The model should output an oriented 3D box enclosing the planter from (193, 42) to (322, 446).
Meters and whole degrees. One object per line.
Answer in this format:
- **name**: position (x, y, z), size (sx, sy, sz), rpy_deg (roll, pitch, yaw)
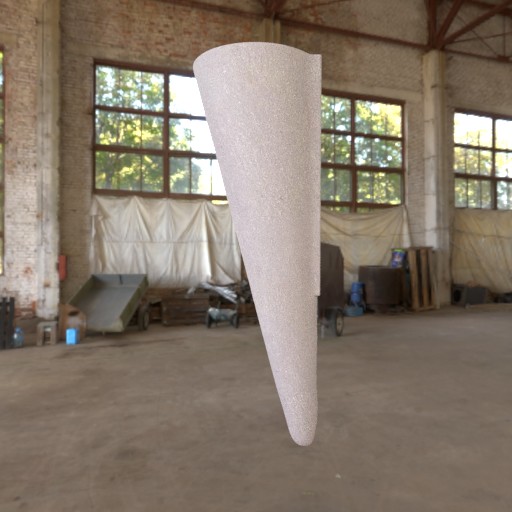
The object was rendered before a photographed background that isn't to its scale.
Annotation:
- **planter**: position (0.000, 0.000, 0.306), size (0.087, 0.259, 0.078), rpy_deg (0, -1, 0)
